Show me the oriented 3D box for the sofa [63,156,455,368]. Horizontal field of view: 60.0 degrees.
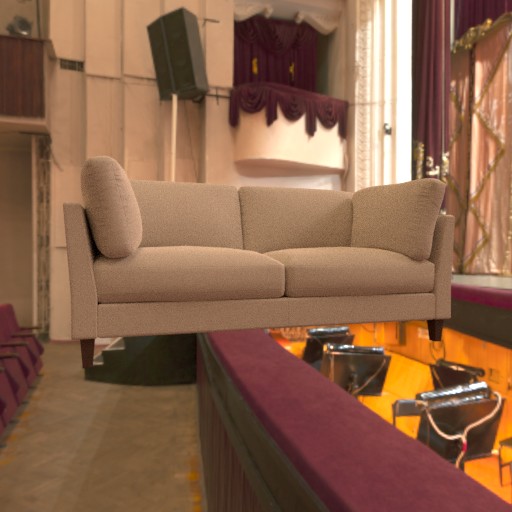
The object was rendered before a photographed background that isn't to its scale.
[{"bbox_3d":[0.000,0.000,2.313,1.776,0.836,0.970,0,0,-18],"label":"sofa"}]
